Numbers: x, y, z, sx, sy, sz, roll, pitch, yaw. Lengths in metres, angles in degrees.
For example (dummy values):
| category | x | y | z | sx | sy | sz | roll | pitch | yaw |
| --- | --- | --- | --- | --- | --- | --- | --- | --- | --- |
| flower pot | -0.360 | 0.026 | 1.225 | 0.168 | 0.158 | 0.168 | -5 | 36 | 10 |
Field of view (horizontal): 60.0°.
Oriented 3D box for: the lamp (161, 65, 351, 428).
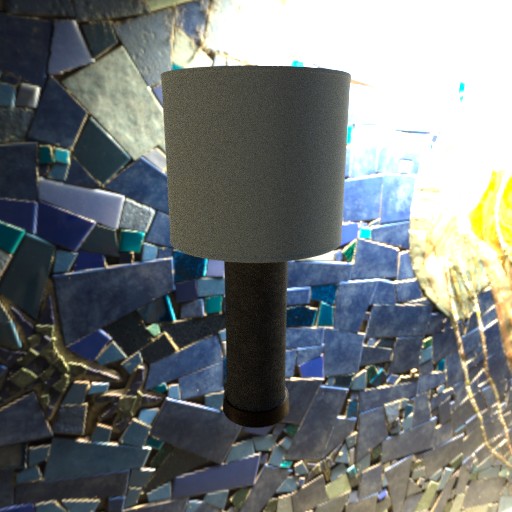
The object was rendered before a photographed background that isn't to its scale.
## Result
| category | x | y | z | sx | sy | sz | roll | pitch | yaw |
| --- | --- | --- | --- | --- | --- | --- | --- | --- | --- |
| lamp | 0.000 | 0.000 | 0.800 | 0.301 | 0.630 | 0.301 | -3 | 17 | -10 |
